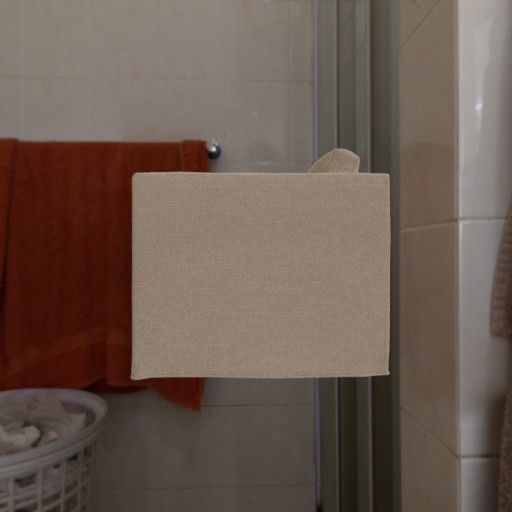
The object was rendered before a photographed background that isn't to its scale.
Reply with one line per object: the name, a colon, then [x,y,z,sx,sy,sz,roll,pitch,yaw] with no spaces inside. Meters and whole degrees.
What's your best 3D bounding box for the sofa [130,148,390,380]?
sofa: [0.000,0.000,2.698,0.962,0.853,2.312,0,0,0]
